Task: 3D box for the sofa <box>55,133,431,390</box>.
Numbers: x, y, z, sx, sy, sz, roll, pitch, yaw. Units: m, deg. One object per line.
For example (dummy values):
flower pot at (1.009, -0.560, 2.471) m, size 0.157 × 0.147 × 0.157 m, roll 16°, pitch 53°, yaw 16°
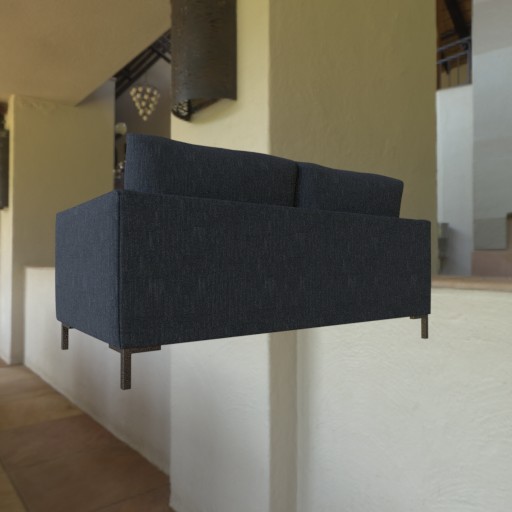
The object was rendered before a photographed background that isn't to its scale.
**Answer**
sofa at (0.000, 0.000, 2.198) m, size 1.716 × 0.862 × 0.866 m, roll 1°, pitch -1°, yaw -36°
